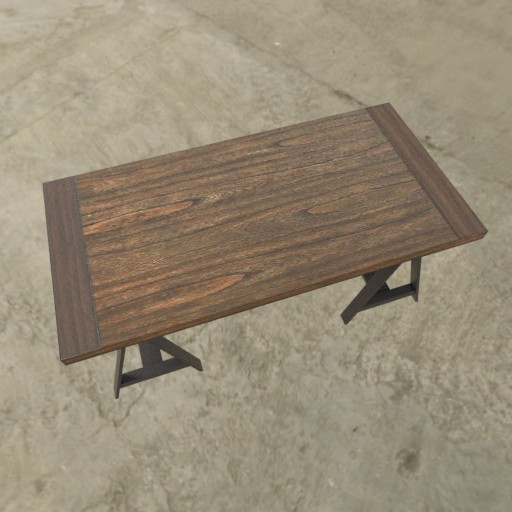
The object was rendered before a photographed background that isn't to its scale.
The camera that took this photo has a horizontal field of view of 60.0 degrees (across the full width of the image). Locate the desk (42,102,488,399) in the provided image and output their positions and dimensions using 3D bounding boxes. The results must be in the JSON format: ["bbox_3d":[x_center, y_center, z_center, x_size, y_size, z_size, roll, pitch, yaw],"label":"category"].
[{"bbox_3d":[0.000,0.000,1.988,1.543,0.725,0.784,-16,58,-10],"label":"desk"}]
